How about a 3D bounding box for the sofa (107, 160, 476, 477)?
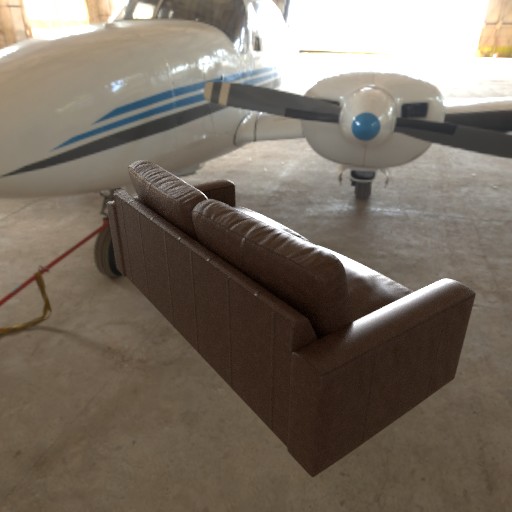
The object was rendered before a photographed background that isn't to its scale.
[{"bbox_3d":[0.000,0.000,2.623,1.016,0.873,2.179,-18,32,-32],"label":"sofa"}]
